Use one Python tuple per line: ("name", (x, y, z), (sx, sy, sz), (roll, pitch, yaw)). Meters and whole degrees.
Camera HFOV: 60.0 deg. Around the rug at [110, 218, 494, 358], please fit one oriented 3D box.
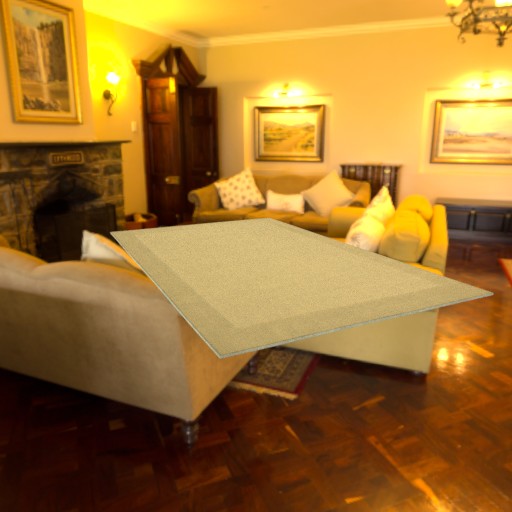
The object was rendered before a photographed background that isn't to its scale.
("rug", (0.000, 0.000, 3.010), (1.524, 0.014, 2.438), (-7, 17, -26))
